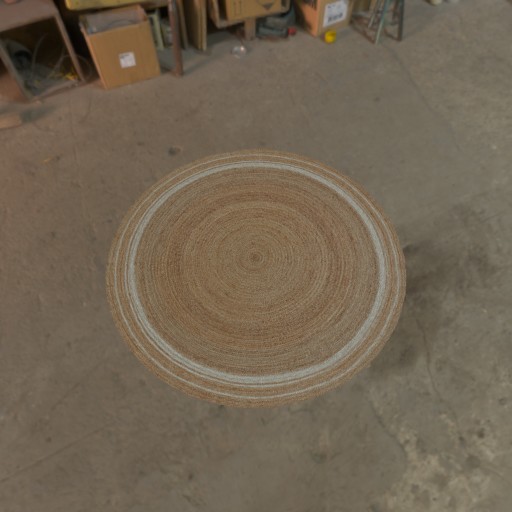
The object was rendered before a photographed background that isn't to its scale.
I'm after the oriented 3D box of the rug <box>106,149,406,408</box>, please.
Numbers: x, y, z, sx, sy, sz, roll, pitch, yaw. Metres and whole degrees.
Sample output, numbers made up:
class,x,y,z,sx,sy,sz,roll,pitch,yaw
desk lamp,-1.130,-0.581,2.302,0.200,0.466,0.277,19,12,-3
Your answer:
class,x,y,z,sx,sy,sz,roll,pitch,yaw
rug,0.000,0.000,3.669,2.444,0.015,2.444,0,58,0
